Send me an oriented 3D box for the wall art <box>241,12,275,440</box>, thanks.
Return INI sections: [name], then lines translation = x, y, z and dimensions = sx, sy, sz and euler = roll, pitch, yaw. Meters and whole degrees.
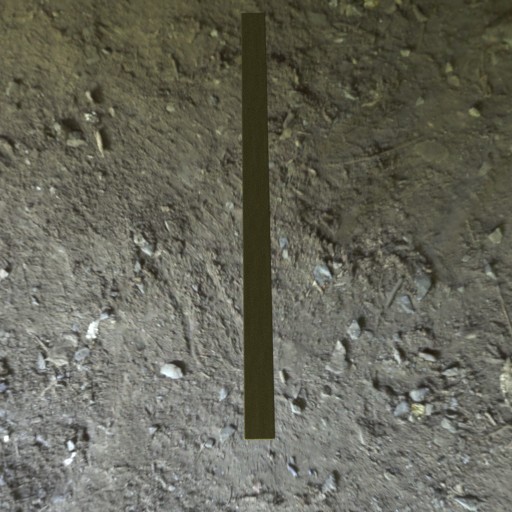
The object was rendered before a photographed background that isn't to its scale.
[wall art]
translation = 0.000, 0.000, 0.740
dimensions = 0.031, 0.506, 0.503
euler = -1, 75, 0
